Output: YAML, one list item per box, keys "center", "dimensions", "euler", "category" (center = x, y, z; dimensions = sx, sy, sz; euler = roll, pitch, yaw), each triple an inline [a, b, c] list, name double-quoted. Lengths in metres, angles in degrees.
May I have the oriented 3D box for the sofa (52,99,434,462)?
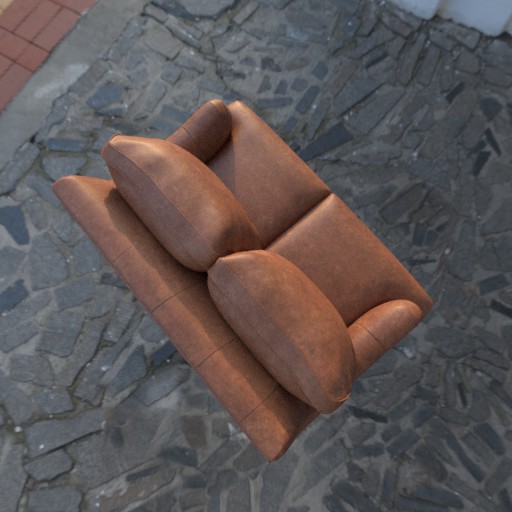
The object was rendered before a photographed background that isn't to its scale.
- center: [0.000, 0.000, 2.202]
  dimensions: [1.077, 1.004, 1.527]
  euler: [-40, 79, -10]
  category: "sofa"
